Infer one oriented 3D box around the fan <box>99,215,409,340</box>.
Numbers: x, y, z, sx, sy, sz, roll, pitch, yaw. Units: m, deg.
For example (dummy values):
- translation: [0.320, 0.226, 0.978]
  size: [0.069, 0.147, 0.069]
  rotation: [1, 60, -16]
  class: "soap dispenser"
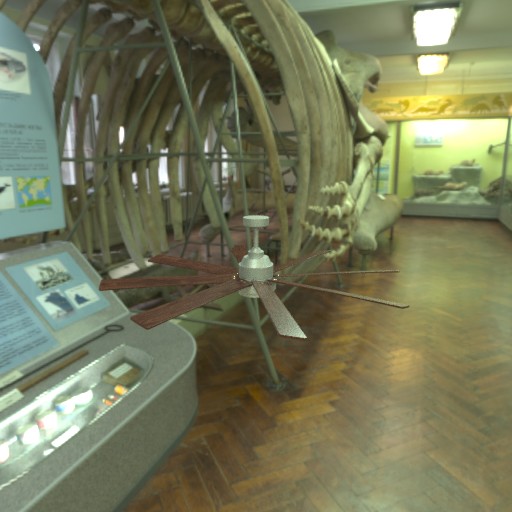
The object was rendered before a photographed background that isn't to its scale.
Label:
- translation: [0.000, 0.000, 2.681]
  size: [1.830, 0.472, 1.830]
  rotation: [-2, 13, -9]
  class: "fan"
